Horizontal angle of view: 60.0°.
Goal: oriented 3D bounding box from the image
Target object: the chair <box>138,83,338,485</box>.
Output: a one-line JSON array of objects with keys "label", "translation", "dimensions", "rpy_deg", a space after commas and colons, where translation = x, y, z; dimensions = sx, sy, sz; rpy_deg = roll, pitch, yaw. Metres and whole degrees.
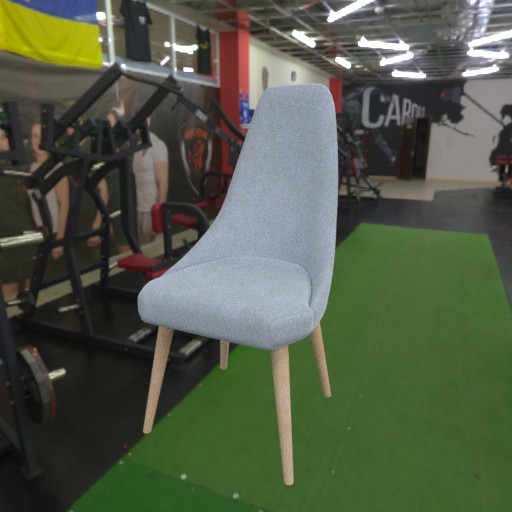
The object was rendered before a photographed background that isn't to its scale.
[{"label": "chair", "translation": [0.000, 0.000, 1.366], "dimensions": [0.510, 1.040, 0.660], "rpy_deg": [8, 18, 25]}]
